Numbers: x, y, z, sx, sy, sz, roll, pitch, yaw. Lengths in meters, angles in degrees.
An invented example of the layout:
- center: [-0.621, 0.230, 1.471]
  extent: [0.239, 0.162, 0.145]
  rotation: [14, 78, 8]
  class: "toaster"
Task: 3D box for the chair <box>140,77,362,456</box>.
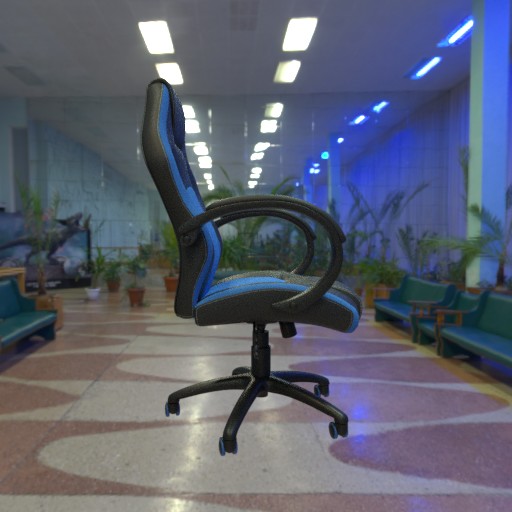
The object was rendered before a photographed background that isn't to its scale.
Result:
- center: [0.000, 0.000, 1.605]
  extent: [0.724, 1.187, 0.673]
  rotation: [0, 3, 0]
  class: "chair"
